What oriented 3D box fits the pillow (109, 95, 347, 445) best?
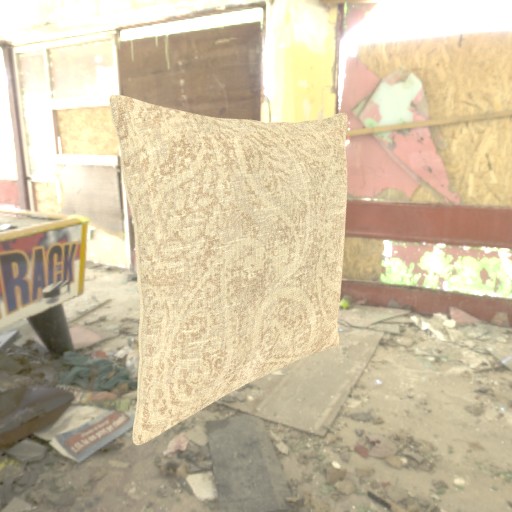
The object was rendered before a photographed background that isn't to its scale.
[{"bbox_3d":[0.000,0.000,0.790,0.523,0.510,0.166,-13,19,-43],"label":"pillow"}]
